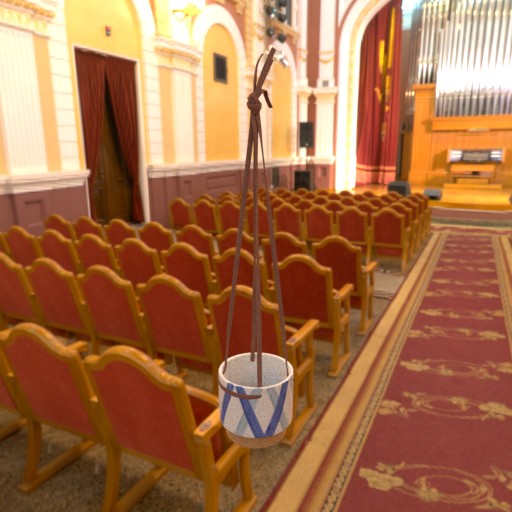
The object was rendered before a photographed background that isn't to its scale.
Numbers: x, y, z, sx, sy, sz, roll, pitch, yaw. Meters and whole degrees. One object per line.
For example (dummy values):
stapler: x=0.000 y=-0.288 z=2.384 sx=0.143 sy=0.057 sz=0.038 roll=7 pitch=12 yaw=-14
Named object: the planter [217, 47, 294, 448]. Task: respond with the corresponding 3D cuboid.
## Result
planter: x=0.000 y=0.000 z=0.846 sx=0.153 sy=0.753 sz=0.157 roll=7 pitch=15 yaw=26
